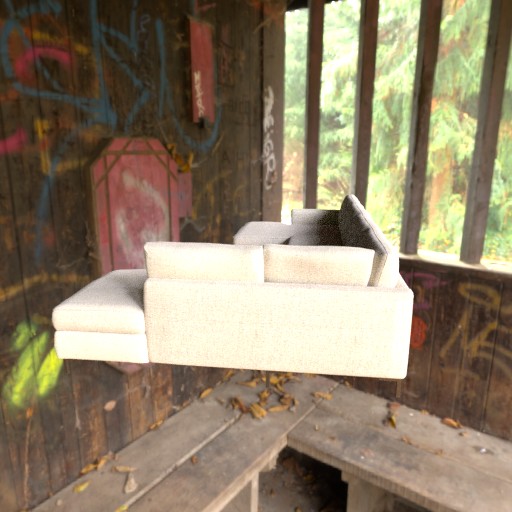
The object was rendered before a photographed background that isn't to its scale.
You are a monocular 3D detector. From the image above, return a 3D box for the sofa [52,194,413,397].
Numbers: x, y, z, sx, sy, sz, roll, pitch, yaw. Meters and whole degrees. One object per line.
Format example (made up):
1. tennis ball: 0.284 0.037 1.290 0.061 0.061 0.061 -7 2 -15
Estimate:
1. sofa: 0.000 0.000 3.543 1.879 0.756 2.737 2 14 7
